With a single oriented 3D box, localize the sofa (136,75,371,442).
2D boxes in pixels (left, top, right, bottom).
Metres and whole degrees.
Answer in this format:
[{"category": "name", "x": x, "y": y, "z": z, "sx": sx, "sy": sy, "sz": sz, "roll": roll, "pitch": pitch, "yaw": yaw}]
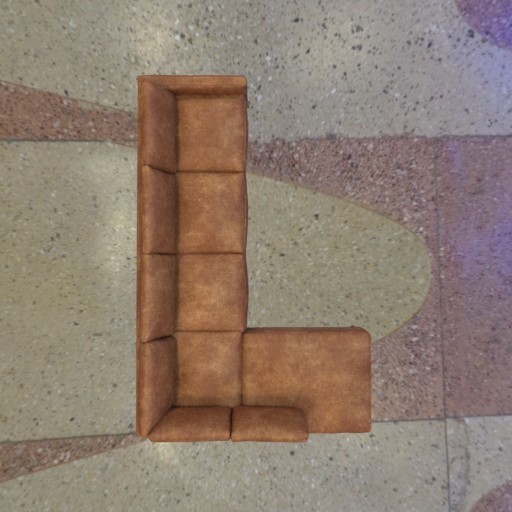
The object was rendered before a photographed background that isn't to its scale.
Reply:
[{"category": "sofa", "x": 0.000, "y": 0.000, "z": 3.802, "sx": 1.938, "sy": 0.877, "sz": 2.984, "roll": 0, "pitch": 89, "yaw": 0}]
